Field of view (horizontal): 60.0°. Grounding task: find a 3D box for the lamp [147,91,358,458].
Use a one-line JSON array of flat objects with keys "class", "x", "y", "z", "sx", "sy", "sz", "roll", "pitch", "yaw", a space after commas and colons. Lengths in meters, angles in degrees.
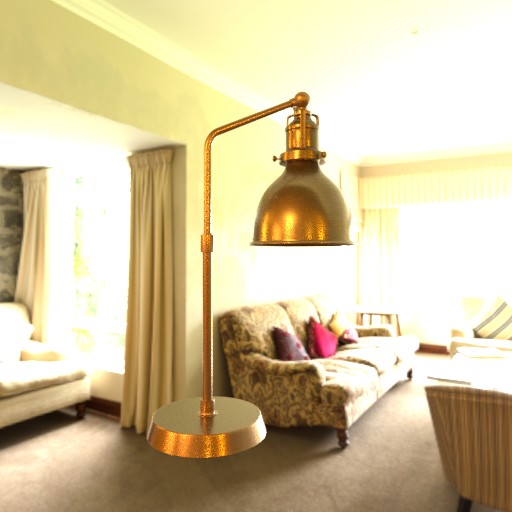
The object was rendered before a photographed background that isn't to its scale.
[{"class": "lamp", "x": 0.000, "y": 0.000, "z": 0.596, "sx": 0.286, "sy": 0.456, "sz": 0.153, "roll": 0, "pitch": 0, "yaw": -18}]
